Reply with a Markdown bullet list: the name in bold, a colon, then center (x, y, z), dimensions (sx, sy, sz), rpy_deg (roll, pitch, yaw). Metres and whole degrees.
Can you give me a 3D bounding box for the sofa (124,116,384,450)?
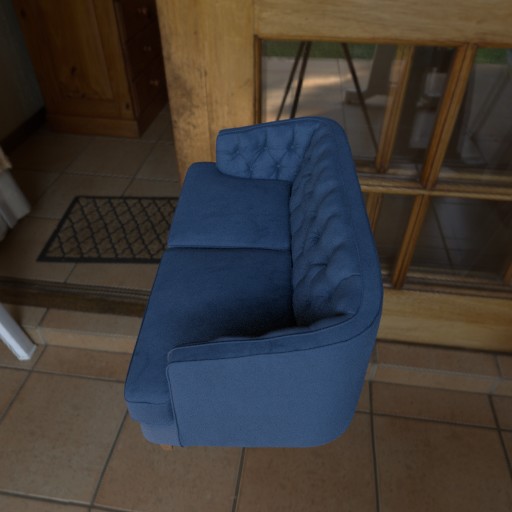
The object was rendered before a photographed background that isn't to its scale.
- **sofa**: center (0.000, 0.000, 2.241), dimensions (0.941, 0.854, 1.733), rpy_deg (1, 41, 2)
